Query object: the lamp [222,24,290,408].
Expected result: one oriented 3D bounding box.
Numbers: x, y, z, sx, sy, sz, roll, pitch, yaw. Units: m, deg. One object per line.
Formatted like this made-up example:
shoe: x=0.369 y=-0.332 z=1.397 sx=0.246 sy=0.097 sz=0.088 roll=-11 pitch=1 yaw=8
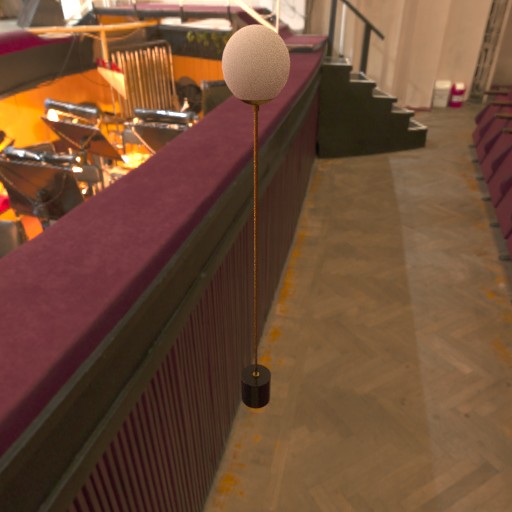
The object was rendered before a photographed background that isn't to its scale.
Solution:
lamp: x=0.000 y=0.000 z=1.885 sx=0.229 sy=1.748 sz=0.229 roll=10 pitch=33 yaw=15
